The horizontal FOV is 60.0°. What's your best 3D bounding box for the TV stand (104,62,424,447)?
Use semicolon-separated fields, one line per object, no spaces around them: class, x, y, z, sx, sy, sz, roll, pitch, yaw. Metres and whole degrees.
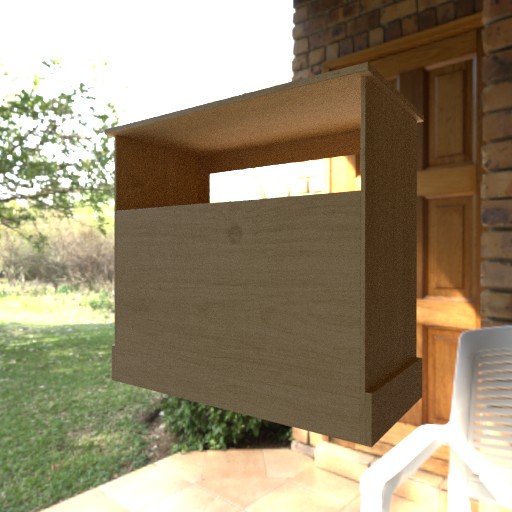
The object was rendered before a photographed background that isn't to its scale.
TV stand;0.000;0.000;1.313;0.851;0.787;0.430;0;0;35
